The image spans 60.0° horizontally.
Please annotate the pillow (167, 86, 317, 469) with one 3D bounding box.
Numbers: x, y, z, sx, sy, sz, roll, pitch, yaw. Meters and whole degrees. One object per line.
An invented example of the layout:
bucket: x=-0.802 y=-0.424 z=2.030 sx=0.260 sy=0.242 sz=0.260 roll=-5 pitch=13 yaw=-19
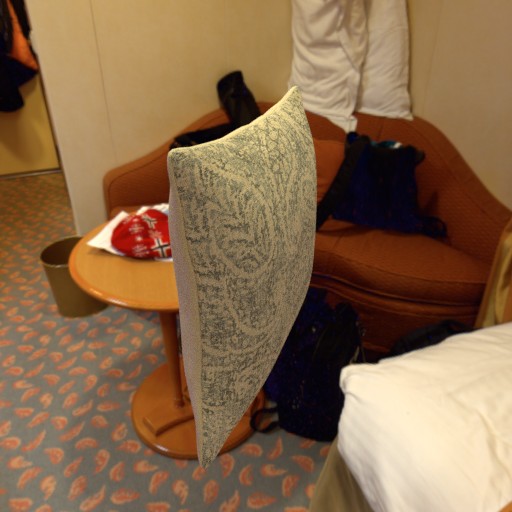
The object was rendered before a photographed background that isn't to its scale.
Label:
pillow: x=0.000 y=0.000 z=0.796 sx=0.166 sy=0.510 sz=0.523 roll=10 pitch=30 yaw=17
